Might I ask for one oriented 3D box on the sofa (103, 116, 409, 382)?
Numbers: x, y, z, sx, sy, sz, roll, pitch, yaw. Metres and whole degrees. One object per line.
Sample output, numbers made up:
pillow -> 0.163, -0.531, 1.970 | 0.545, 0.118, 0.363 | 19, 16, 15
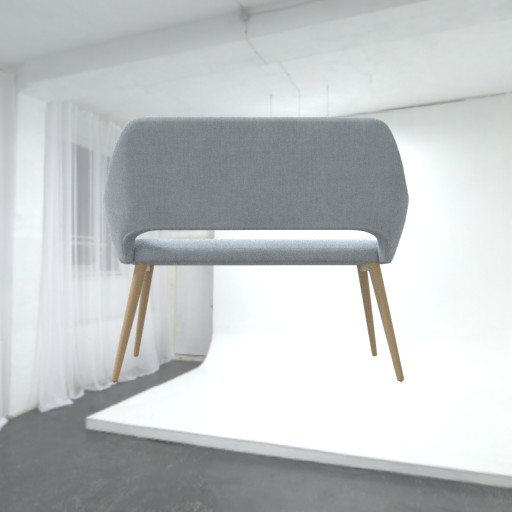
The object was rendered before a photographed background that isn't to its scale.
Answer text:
sofa -> 0.000, 0.000, 1.637 | 1.150, 0.840, 0.610 | 0, -2, 0
